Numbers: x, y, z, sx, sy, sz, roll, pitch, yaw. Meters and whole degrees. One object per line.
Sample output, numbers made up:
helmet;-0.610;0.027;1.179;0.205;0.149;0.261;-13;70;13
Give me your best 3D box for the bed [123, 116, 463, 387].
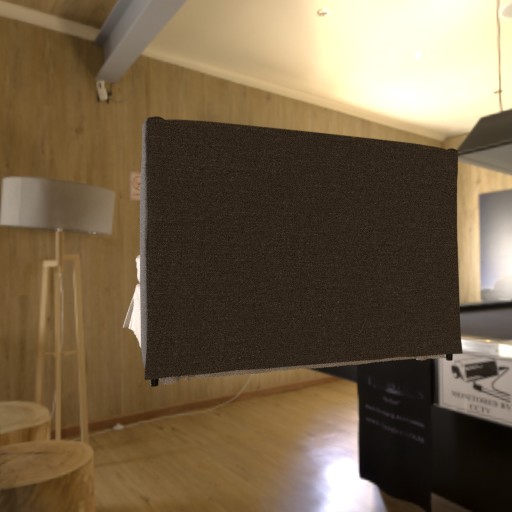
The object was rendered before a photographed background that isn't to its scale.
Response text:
bed;0.000;0.000;3.493;1.925;1.332;2.276;0;-1;-19
